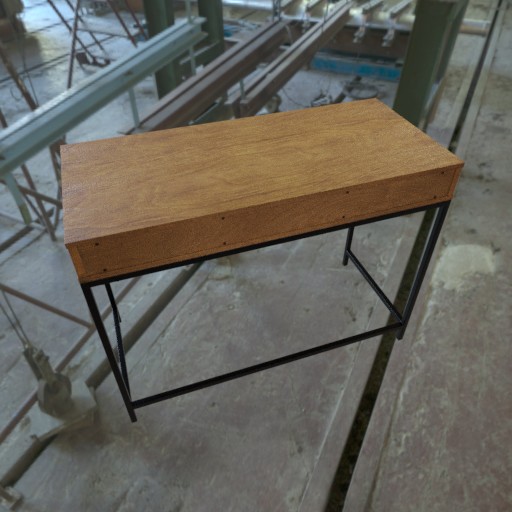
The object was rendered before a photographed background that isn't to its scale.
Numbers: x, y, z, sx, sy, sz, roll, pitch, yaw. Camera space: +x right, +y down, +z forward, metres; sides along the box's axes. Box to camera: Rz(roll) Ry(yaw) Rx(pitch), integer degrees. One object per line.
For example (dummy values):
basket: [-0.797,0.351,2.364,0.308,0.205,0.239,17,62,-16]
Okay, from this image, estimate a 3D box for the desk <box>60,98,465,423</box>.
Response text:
desk: [0.000,0.000,1.474,1.016,0.762,0.470,-13,43,-14]
